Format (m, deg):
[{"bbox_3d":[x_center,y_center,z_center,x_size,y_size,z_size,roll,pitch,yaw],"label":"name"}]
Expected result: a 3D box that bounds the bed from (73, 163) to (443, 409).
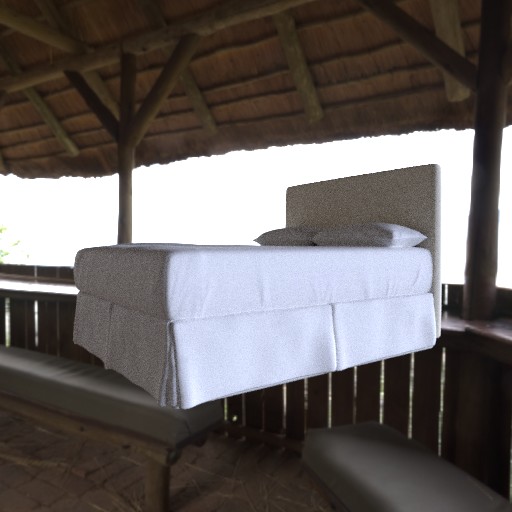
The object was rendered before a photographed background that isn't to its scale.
[{"bbox_3d":[0.000,0.000,3.174,2.147,1.330,1.714,-1,2,-36],"label":"bed"}]
